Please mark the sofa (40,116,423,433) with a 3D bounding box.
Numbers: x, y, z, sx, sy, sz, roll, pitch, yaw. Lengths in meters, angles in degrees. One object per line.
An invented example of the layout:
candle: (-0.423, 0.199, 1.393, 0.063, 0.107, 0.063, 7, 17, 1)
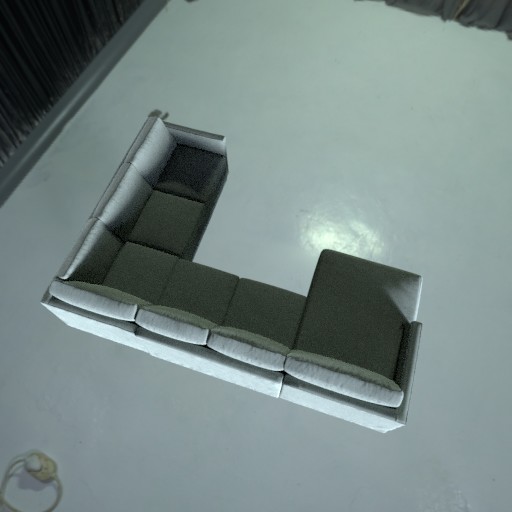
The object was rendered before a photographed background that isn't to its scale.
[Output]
sofa: (0.000, 0.000, 4.592, 3.434, 0.869, 2.440, 16, 64, 8)
